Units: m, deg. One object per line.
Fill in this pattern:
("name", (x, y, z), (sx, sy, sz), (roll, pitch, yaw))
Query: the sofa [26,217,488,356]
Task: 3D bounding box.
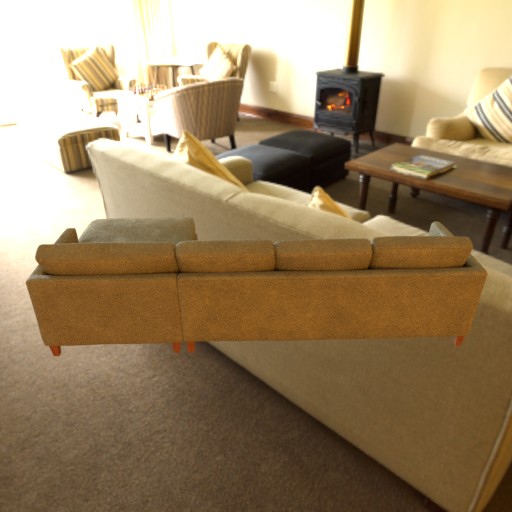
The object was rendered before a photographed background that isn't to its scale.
("sofa", (0.000, 0.000, 4.072), (3.471, 0.950, 1.604), (-1, 30, -2))
